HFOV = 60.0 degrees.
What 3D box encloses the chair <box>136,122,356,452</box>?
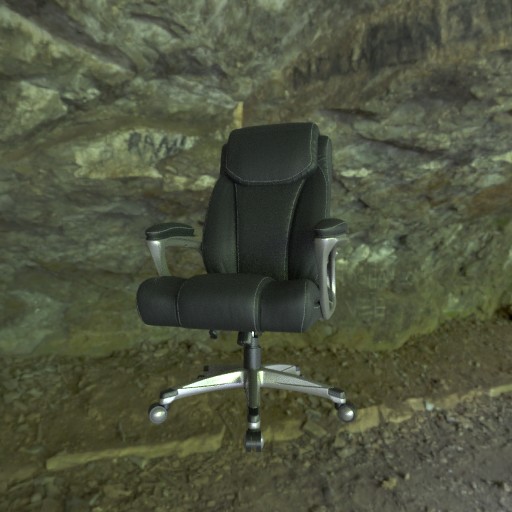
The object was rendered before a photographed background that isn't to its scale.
[{"bbox_3d":[0.000,0.000,1.679,0.741,1.167,0.784,0,0,17],"label":"chair"}]
